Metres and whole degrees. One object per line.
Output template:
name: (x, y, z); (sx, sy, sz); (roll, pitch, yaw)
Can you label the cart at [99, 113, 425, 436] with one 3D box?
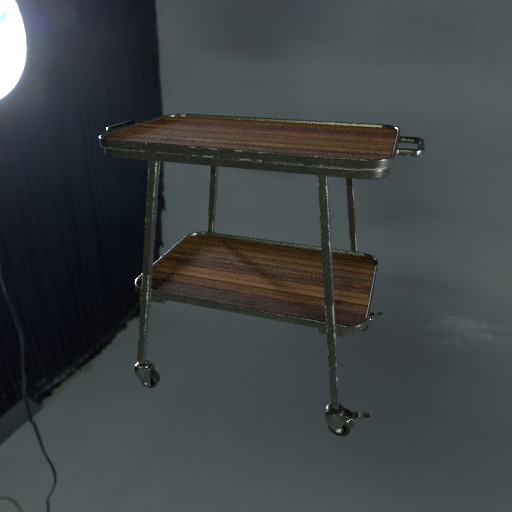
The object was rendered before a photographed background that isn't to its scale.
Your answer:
cart: (0.000, 0.000, 1.271); (0.806, 0.700, 0.515); (8, 28, 16)
